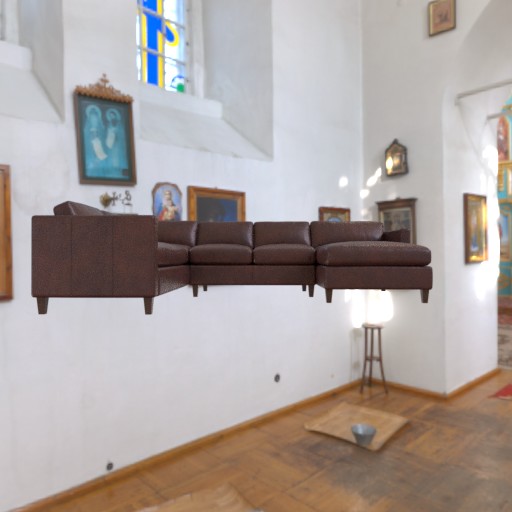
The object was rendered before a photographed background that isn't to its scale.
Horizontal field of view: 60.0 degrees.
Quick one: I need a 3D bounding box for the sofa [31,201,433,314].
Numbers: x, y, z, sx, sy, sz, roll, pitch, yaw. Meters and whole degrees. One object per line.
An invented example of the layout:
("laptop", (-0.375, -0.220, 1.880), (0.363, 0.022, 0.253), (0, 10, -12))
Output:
("sofa", (0.000, 0.000, 4.496), (3.324, 0.891, 2.452), (0, 0, 1))
